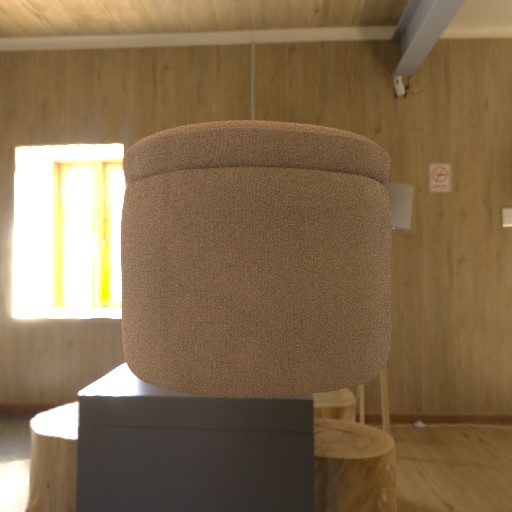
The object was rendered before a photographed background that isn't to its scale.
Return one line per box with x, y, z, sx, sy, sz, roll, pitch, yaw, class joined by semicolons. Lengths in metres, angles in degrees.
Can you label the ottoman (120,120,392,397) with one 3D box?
0.000;0.000;0.850;0.497;0.409;0.497;0;-1;0;ottoman
